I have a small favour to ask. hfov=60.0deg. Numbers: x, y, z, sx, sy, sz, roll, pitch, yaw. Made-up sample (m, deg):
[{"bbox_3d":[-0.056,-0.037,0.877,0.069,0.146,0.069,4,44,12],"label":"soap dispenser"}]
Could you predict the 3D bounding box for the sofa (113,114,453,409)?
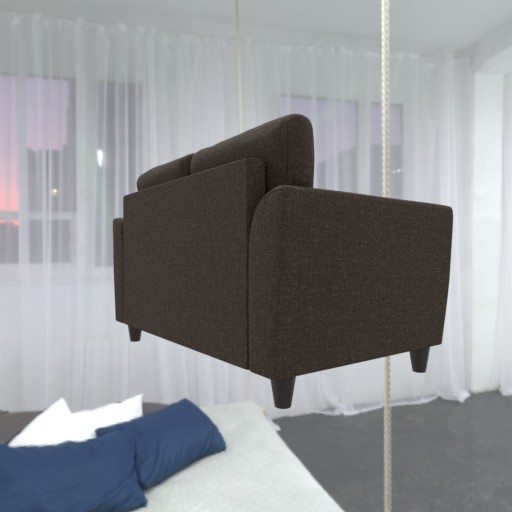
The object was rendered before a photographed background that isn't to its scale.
[{"bbox_3d":[0.000,0.000,2.001,0.851,0.885,1.423,0,0,-36],"label":"sofa"}]
